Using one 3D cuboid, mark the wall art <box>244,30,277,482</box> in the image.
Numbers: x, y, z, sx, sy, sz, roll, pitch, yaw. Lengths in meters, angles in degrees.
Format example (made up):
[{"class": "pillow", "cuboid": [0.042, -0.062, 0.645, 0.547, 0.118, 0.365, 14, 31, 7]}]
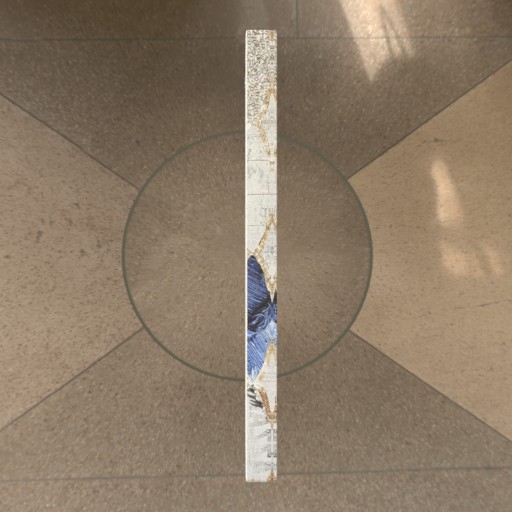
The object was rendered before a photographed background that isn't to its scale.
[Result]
[{"class": "wall art", "cuboid": [0.000, 0.000, 0.747, 0.038, 0.508, 0.507, 0, 90, -1]}]
